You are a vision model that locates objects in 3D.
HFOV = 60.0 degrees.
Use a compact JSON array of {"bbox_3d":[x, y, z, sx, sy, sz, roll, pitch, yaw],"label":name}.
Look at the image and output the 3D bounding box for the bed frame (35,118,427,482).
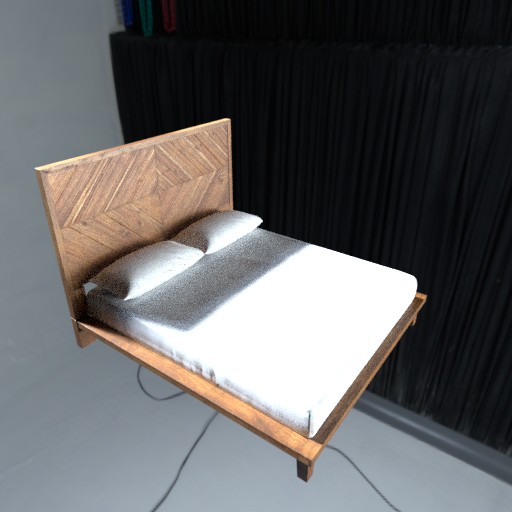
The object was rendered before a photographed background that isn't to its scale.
[{"bbox_3d":[0.000,0.000,3.518,2.235,1.537,2.038,19,34,31],"label":"bed frame"}]
